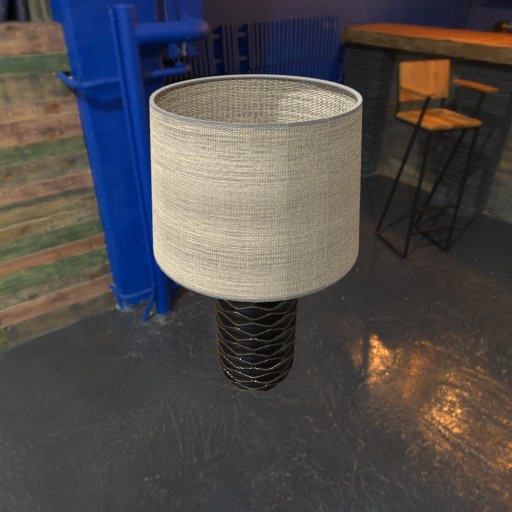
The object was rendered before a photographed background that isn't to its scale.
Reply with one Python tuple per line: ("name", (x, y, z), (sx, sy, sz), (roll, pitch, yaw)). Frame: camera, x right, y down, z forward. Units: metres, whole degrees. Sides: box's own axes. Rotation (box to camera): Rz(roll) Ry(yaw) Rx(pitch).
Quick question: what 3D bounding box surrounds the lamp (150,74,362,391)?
("lamp", (0.000, 0.000, 0.847), (0.376, 0.594, 0.376), (0, 32, 0))
